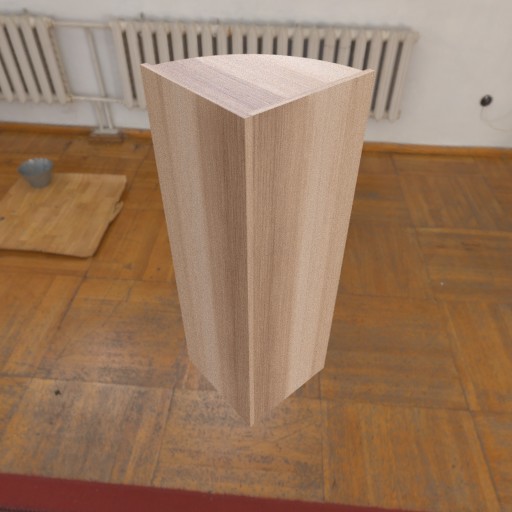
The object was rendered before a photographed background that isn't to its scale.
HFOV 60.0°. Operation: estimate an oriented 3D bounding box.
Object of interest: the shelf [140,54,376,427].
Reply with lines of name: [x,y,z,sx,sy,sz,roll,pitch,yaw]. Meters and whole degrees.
shelf: [0.000,0.000,1.056,0.290,0.872,0.290,-30,50,-29]
